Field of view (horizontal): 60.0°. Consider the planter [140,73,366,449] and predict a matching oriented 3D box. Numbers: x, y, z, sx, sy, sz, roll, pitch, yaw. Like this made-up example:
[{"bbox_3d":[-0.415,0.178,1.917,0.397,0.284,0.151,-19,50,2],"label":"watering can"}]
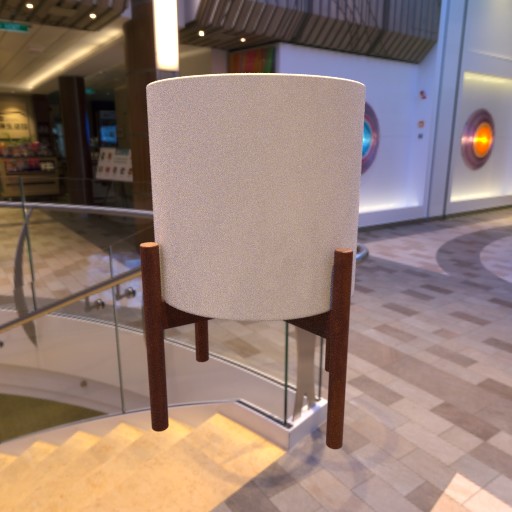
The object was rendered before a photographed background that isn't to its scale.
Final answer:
[{"bbox_3d":[0.000,0.000,0.947,0.417,0.670,0.417,2,14,9],"label":"planter"}]
